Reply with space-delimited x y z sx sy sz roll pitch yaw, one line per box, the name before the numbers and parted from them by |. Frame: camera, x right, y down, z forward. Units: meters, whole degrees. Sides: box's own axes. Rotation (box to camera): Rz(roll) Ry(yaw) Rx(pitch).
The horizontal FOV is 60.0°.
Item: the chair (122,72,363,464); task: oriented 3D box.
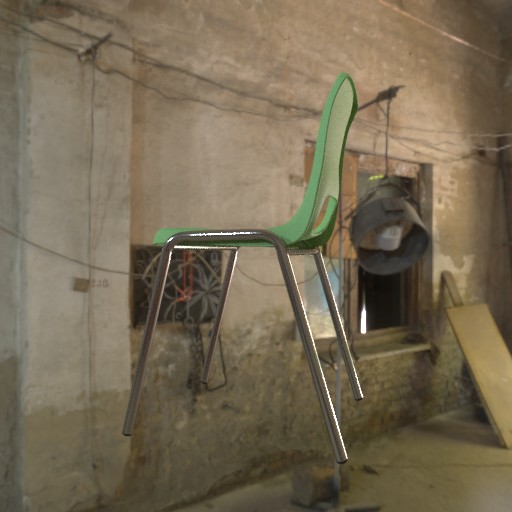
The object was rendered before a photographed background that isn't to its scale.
chair | 0.000 0.000 0.977 0.436 0.704 0.381 0 1 18
